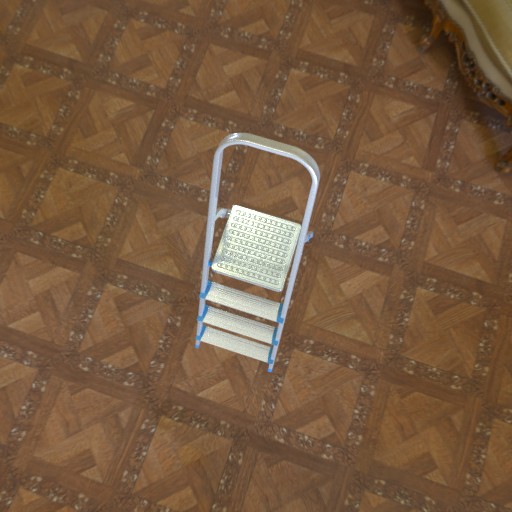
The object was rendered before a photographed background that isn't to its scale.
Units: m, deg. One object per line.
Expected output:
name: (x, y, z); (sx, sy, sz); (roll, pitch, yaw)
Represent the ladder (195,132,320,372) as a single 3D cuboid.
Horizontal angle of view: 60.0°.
ladder: (0.000, 0.000, 1.835); (0.445, 1.434, 0.842); (17, 76, 4)
